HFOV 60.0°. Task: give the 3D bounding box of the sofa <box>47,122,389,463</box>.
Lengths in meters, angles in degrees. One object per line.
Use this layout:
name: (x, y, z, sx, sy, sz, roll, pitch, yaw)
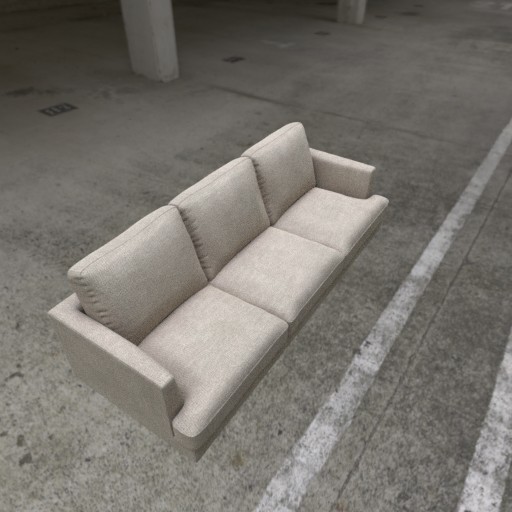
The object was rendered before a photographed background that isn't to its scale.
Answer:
sofa: (0.000, 0.000, 2.737, 0.903, 0.930, 2.246, 23, 45, 26)
